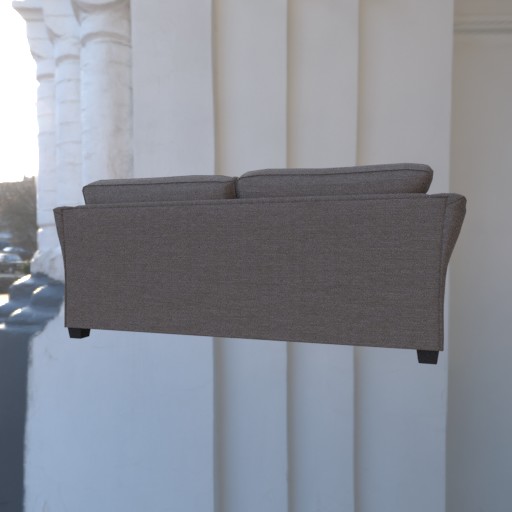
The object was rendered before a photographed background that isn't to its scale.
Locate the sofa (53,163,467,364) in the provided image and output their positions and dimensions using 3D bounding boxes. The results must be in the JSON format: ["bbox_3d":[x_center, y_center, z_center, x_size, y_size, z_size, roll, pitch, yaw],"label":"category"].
[{"bbox_3d":[0.000,0.000,2.749,2.270,0.965,0.980,0,1,17],"label":"sofa"}]
